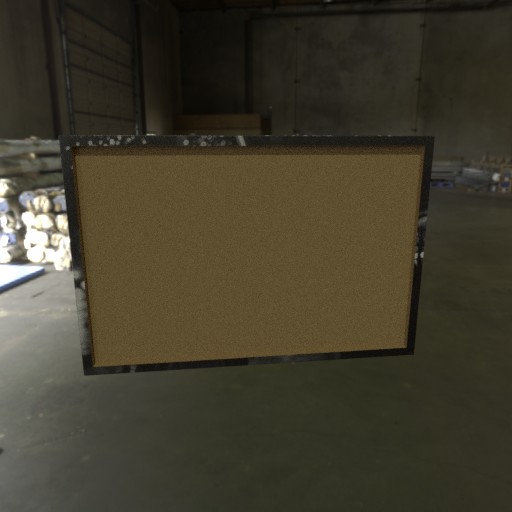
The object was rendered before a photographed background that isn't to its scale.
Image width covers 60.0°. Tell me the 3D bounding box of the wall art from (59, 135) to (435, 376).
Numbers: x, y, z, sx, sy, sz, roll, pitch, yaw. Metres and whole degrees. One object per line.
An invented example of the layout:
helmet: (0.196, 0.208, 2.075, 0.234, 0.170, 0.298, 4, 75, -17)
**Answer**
wall art: (0.000, 0.000, 1.161, 0.914, 0.609, 0.038, -2, 14, -7)
